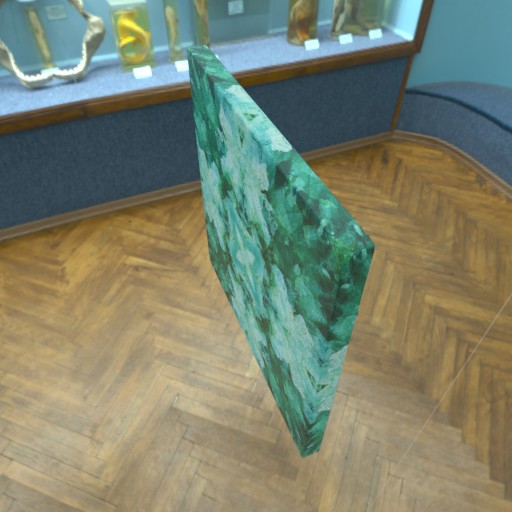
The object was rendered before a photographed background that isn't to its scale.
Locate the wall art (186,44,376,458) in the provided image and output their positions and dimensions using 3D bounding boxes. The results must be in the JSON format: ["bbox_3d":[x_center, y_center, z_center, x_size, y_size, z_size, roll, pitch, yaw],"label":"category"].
[{"bbox_3d":[0.000,0.000,0.744,0.038,0.508,0.507,-17,49,-15],"label":"wall art"}]
